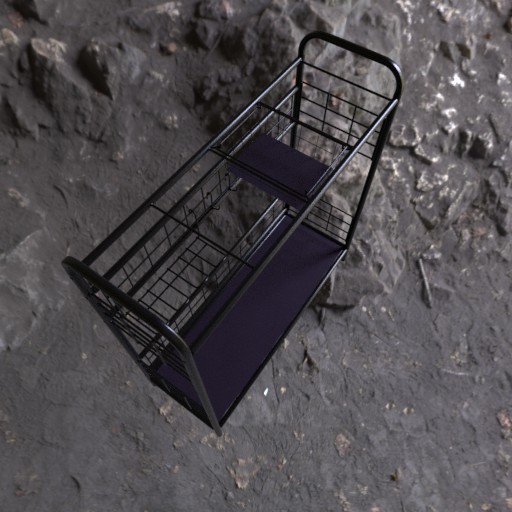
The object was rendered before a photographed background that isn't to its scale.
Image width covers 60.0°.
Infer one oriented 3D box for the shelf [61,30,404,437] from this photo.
[{"bbox_3d":[0.000,0.000,1.479,0.350,1.026,0.961,31,64,17],"label":"shelf"}]
